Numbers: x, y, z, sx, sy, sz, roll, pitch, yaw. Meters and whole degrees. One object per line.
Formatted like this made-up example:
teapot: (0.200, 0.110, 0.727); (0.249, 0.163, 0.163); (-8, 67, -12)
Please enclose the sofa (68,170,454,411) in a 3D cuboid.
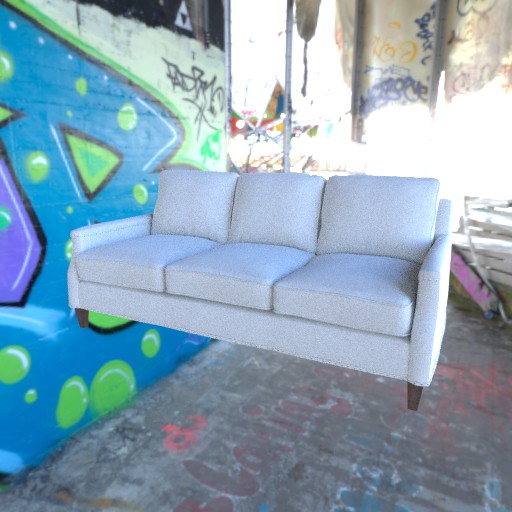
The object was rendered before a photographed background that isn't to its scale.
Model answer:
sofa: (0.000, 0.000, 2.793); (2.246, 1.003, 1.084); (7, 15, 26)
